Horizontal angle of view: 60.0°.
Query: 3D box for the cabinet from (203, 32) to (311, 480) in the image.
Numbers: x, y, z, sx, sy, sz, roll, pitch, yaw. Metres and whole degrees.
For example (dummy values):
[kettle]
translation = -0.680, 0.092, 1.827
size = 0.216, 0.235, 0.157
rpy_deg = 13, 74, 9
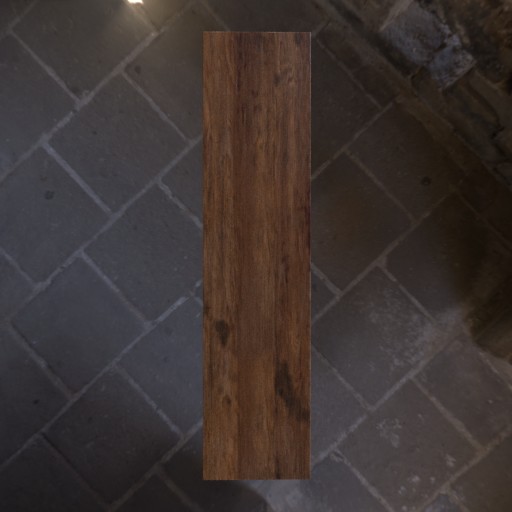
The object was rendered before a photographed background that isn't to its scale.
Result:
[cabinet]
translation = 0.000, 0.000, 1.698
size = 0.349, 0.528, 1.448
rpy_deg = 0, 90, -1
